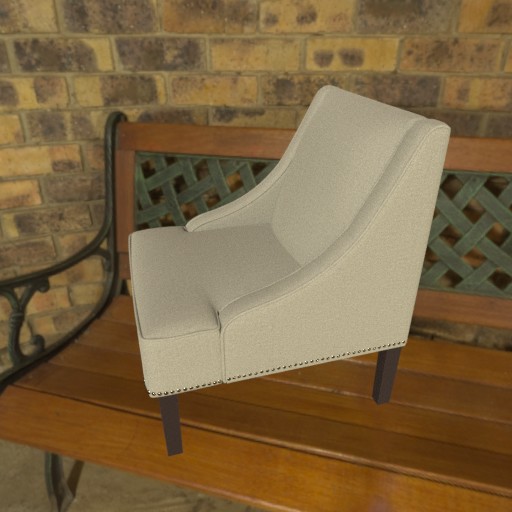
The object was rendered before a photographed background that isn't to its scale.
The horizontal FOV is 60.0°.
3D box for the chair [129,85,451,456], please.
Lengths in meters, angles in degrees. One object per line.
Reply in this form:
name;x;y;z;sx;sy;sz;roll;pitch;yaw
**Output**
chair;0.000;0.000;1.332;0.737;0.864;0.610;-8;30;-14
